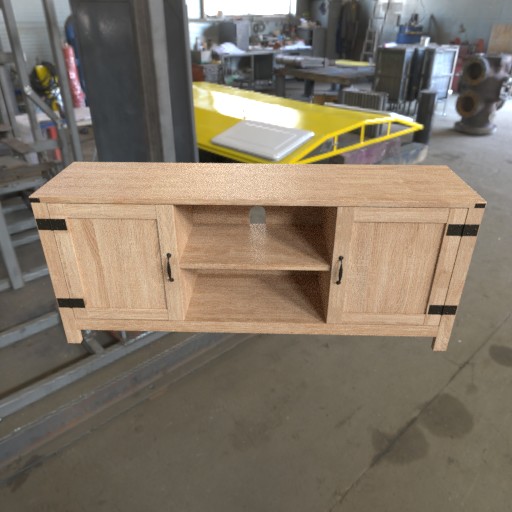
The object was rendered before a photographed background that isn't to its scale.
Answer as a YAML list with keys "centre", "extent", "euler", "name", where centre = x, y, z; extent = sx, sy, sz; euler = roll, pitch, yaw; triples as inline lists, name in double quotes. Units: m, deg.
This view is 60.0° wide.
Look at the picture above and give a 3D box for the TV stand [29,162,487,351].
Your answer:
- centre: [0.000, 0.000, 1.716]
  extent: [1.466, 0.610, 0.398]
  euler: [1, 29, 2]
  name: "TV stand"
